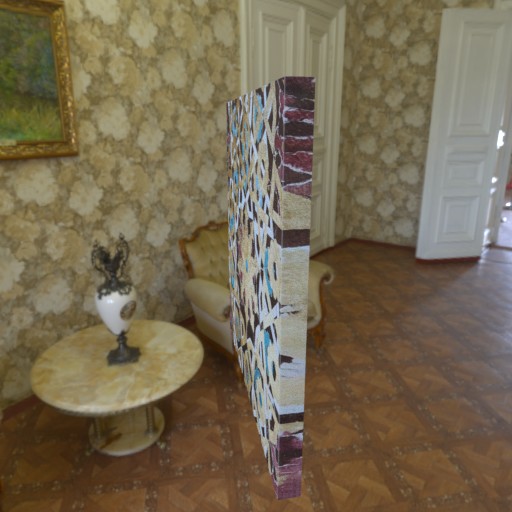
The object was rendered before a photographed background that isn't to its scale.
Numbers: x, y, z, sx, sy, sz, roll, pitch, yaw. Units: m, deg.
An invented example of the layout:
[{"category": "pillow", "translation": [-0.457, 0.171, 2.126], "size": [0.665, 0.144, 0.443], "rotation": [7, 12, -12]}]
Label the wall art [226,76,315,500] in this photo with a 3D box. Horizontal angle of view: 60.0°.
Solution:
[{"category": "wall art", "translation": [0.000, 0.000, 0.894], "size": [0.041, 0.613, 0.609], "rotation": [-3, 16, -10]}]
